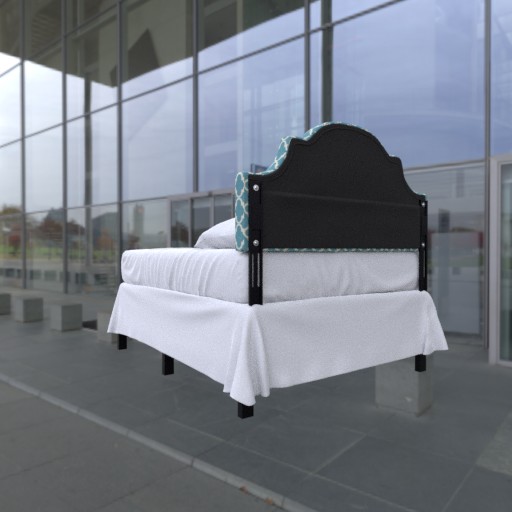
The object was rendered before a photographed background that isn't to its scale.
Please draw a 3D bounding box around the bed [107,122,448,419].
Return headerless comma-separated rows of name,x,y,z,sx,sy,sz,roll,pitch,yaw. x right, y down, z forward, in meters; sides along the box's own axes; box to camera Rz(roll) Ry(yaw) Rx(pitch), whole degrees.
bed,0.000,0.000,3.488,1.780,1.633,2.222,0,1,-35
